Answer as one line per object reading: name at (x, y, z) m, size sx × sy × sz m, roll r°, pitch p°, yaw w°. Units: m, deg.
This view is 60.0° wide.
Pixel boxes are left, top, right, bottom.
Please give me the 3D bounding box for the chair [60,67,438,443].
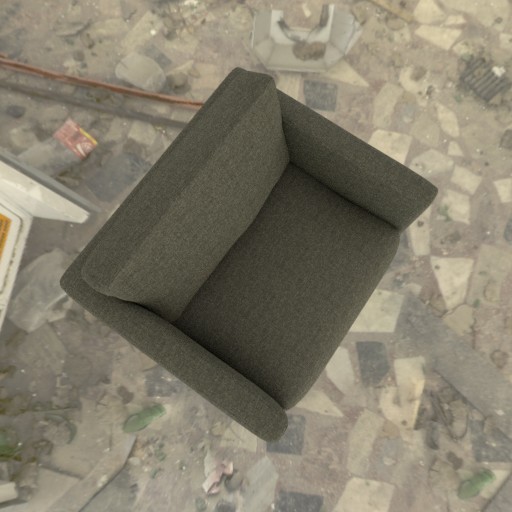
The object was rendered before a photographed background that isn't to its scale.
chair at (0.000, 0.000, 1.829) m, size 0.959 × 0.963 × 1.107 m, roll 34°, pitch 78°, yaw 8°
